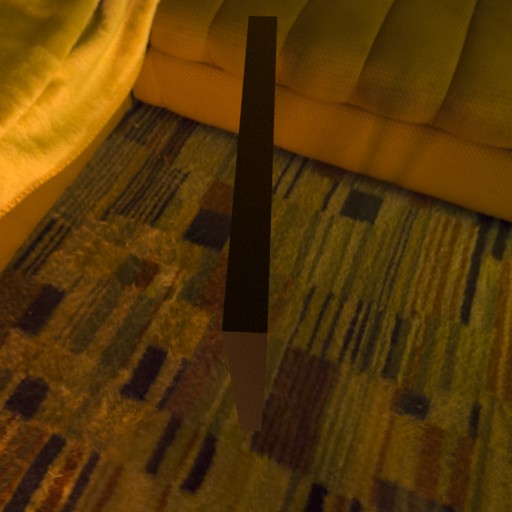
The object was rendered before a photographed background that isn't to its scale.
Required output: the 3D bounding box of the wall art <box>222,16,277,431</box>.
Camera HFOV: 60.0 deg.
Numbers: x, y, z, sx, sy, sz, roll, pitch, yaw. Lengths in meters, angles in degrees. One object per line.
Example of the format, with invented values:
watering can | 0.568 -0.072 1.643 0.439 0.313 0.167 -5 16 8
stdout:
wall art | 0.000 0.000 0.522 0.029 0.381 0.330 2 60 1
